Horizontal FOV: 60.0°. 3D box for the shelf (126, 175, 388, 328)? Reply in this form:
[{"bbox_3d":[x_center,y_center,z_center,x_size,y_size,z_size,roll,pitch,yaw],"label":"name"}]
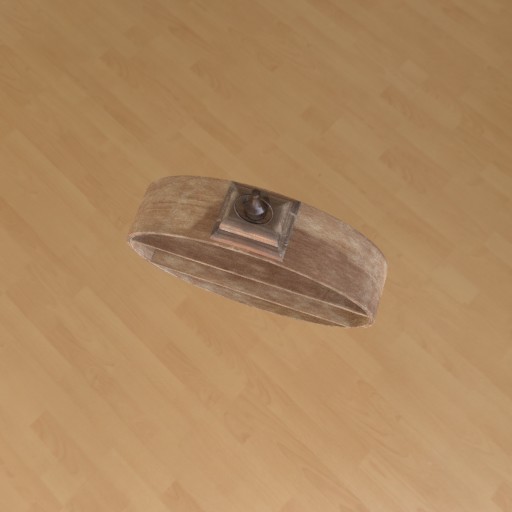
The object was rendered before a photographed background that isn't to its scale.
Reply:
[{"bbox_3d":[0.000,0.000,1.013,0.601,0.725,0.125,18,75,5],"label":"shelf"}]
